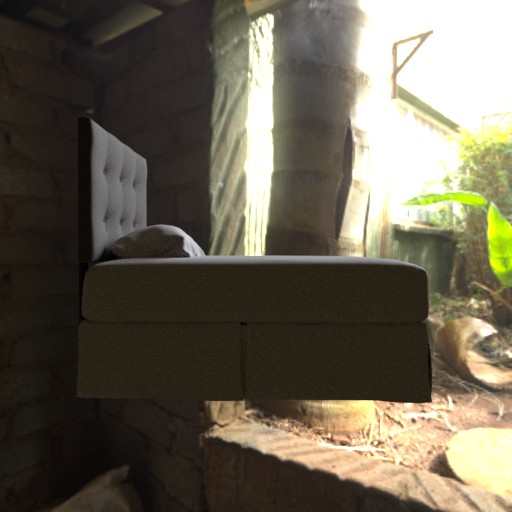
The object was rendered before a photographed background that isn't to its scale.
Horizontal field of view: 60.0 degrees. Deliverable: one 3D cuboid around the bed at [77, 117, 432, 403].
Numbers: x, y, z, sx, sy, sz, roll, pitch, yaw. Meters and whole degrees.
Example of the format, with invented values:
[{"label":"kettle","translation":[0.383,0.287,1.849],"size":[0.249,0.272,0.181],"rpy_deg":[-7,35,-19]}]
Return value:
[{"label":"bed","translation":[0.000,0.000,3.005],"size":[1.997,1.571,1.261],"rpy_deg":[0,1,2]}]
